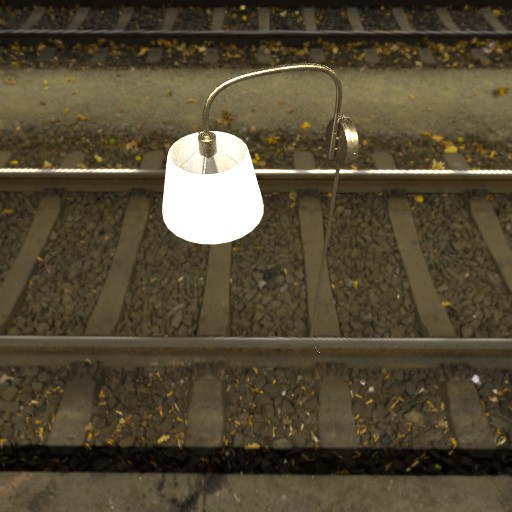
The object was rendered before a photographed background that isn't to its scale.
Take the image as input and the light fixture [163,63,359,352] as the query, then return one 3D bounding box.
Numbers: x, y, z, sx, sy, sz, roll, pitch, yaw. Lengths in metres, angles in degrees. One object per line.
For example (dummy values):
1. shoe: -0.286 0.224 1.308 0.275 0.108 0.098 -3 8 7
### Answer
1. light fixture: 0.000 0.000 0.474 0.176 0.399 0.092 -15 48 -14
